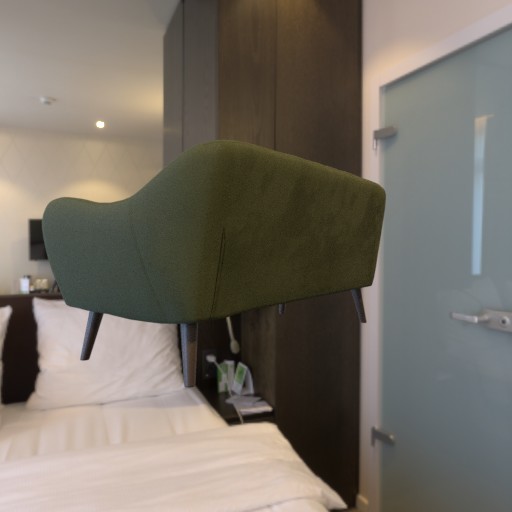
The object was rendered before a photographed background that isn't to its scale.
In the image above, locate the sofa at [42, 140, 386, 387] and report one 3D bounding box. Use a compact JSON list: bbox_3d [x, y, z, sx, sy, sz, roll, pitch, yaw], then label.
[{"bbox_3d":[0.000,0.000,2.244,0.820,0.836,1.840,1,2,36],"label":"sofa"}]
